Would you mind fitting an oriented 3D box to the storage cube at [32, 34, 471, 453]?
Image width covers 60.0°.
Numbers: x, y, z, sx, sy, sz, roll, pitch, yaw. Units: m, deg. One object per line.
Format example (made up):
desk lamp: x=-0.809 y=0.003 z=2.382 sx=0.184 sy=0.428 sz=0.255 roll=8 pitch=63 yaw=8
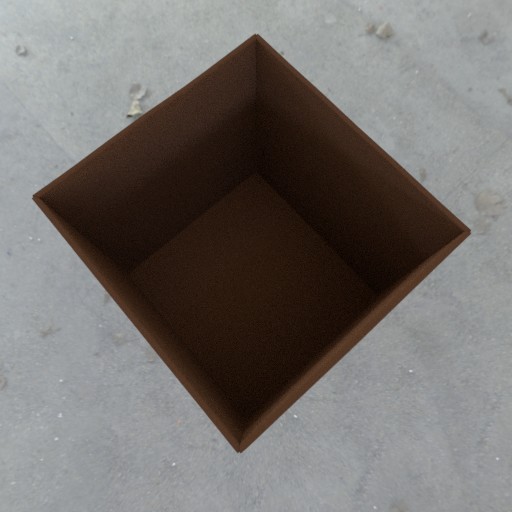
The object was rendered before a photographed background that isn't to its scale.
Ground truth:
storage cube: x=0.000 y=0.000 z=0.498 sx=0.270 sy=0.280 sz=0.270 roll=-40 pitch=78 yaw=-11
